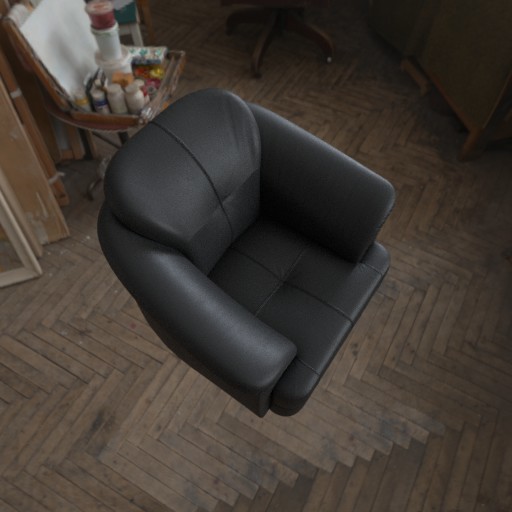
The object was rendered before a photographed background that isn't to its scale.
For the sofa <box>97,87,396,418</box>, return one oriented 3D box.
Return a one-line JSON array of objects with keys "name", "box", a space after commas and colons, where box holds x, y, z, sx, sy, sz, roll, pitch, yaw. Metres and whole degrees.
[{"name": "sofa", "box": [0.000, 0.000, 1.530, 0.794, 0.811, 0.870, 31, 63, 18]}]
